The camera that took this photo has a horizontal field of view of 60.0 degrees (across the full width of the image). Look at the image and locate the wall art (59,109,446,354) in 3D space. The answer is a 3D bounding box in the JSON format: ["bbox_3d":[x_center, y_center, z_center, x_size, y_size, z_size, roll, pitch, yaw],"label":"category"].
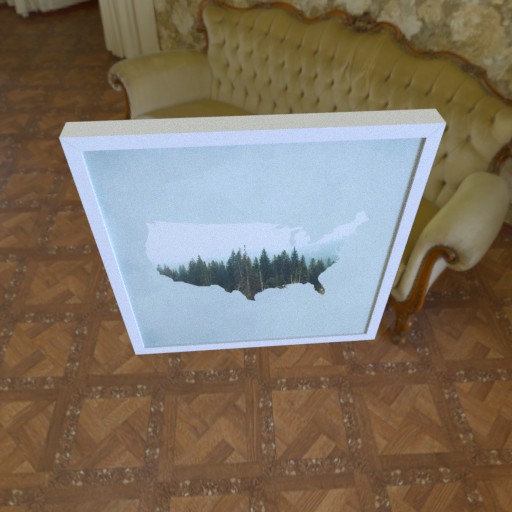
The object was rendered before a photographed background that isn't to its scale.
[{"bbox_3d":[0.000,0.000,0.464,0.304,0.304,0.024,-3,45,-3],"label":"wall art"}]
